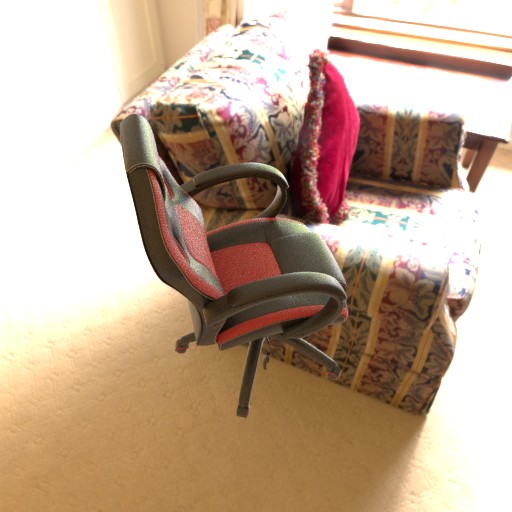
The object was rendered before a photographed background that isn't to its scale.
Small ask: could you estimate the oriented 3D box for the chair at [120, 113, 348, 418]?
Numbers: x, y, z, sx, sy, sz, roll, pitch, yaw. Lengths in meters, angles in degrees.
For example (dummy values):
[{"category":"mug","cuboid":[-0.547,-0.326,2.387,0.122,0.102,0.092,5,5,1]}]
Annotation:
[{"category":"chair","cuboid":[0.000,0.000,1.717,0.783,1.189,0.750,-11,48,-10]}]
